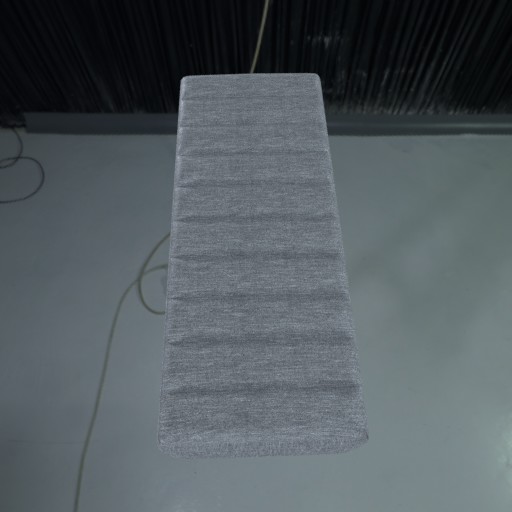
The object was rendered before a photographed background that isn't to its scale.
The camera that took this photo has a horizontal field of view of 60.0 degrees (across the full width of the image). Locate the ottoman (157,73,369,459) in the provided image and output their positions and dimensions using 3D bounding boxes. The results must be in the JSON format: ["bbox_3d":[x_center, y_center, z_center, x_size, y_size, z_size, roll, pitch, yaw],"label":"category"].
[{"bbox_3d":[0.000,0.000,1.401,0.482,0.469,1.151,-2,63,-1],"label":"ottoman"}]
